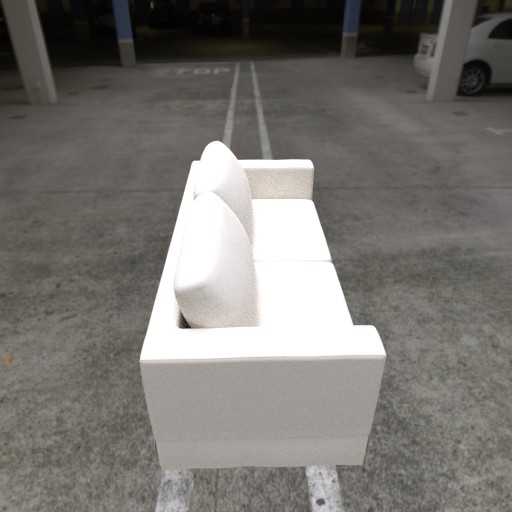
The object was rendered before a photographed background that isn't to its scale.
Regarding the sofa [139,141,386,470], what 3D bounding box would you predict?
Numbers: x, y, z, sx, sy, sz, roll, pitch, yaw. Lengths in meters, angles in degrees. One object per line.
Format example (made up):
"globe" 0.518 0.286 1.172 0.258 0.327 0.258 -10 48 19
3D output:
"sofa" 0.000 0.000 2.661 0.954 0.881 2.163 -1 32 -1
